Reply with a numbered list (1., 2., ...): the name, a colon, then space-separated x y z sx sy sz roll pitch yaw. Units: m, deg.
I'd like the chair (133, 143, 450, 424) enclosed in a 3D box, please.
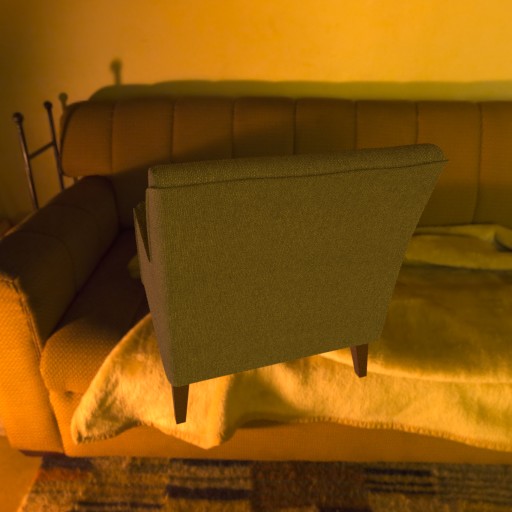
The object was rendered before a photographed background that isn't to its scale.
1. chair: 0.000 0.000 1.600 0.780 0.919 0.899 -9 28 -17
